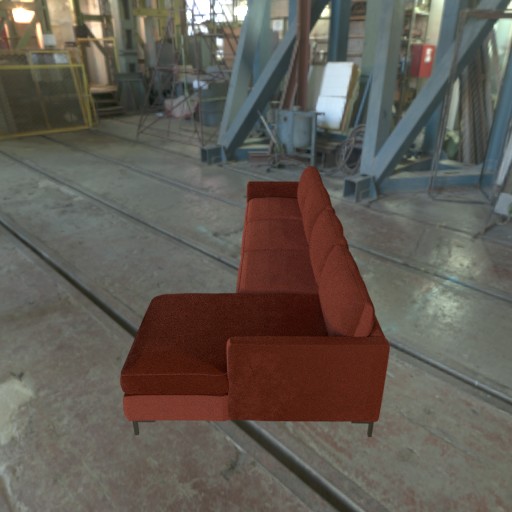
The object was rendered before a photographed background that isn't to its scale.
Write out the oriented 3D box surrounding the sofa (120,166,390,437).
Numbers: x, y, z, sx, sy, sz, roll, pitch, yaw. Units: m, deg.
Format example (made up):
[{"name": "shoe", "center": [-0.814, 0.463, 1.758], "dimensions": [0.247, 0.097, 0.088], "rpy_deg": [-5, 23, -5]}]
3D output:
[{"name": "sofa", "center": [0.000, 0.000, 3.509], "dimensions": [1.350, 0.810, 2.932], "rpy_deg": [0, 25, 1]}]
